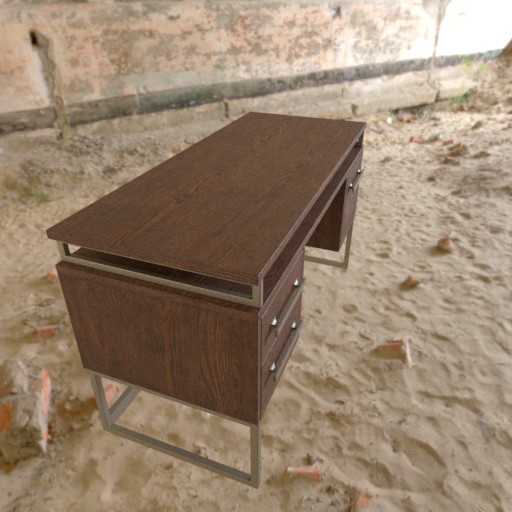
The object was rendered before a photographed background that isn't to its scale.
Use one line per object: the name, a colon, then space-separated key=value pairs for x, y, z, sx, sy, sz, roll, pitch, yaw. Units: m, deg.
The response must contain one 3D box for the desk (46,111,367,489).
desk: x=0.000 y=0.000 z=1.791 sx=0.610 sy=0.792 sz=1.384 roll=12 pitch=33 yaw=18
